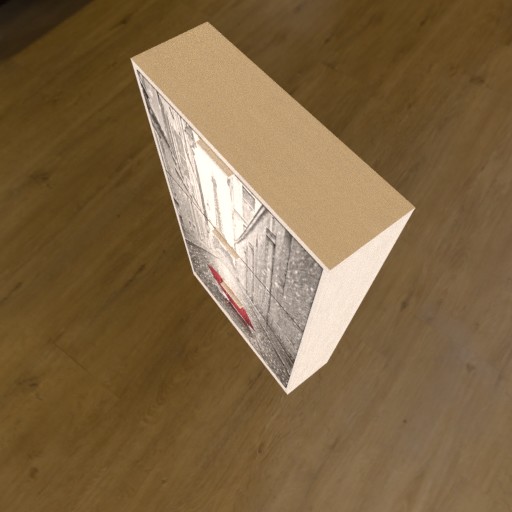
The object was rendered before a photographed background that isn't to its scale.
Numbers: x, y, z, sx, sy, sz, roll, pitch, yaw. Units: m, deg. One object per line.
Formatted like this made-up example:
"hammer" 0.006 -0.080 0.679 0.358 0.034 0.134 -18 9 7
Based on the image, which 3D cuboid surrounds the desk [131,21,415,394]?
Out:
"desk" 0.000 0.000 1.580 0.250 1.280 0.750 -34 68 -16
